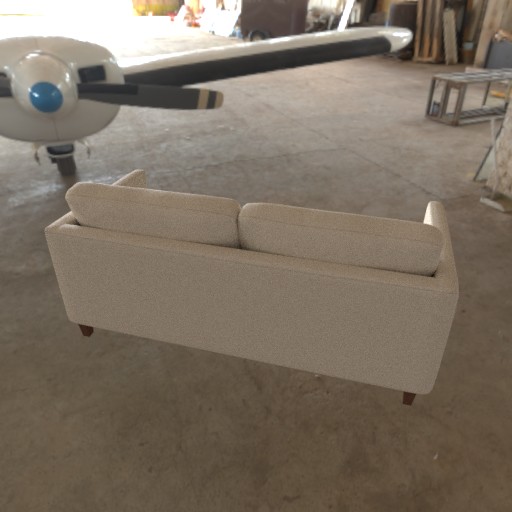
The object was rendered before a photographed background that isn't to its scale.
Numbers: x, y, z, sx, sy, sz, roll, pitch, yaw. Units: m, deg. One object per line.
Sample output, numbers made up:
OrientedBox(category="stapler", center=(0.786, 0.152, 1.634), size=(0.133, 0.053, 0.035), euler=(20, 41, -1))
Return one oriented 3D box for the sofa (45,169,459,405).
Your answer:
OrientedBox(category="sofa", center=(0.000, 0.000, 2.506), size=(1.981, 0.889, 0.965), euler=(8, 32, 14))
